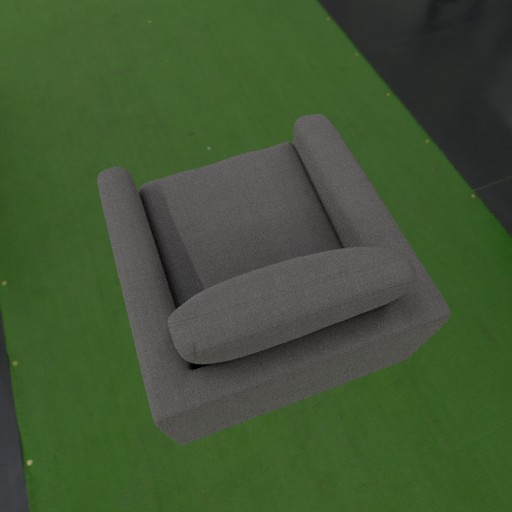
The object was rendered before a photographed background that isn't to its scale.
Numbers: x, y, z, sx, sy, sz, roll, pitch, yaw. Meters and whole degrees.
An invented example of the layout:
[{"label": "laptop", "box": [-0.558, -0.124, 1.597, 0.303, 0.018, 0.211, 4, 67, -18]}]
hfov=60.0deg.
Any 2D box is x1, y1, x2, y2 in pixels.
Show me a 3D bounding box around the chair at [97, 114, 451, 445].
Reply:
[{"label": "chair", "box": [0.000, 0.000, 1.849, 1.070, 0.847, 1.100, -18, 62, -10]}]
